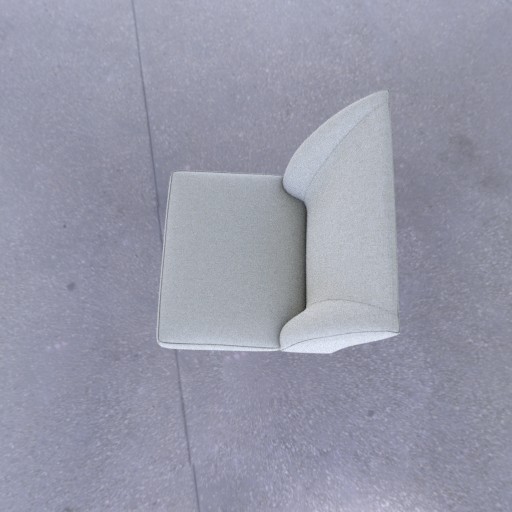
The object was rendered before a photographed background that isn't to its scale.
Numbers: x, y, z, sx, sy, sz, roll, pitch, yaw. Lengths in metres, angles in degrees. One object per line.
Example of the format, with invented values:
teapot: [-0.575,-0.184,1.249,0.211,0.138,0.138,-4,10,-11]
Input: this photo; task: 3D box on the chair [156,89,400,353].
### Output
chair: [0.000,0.000,1.209,0.522,0.863,0.508,2,76,0]
